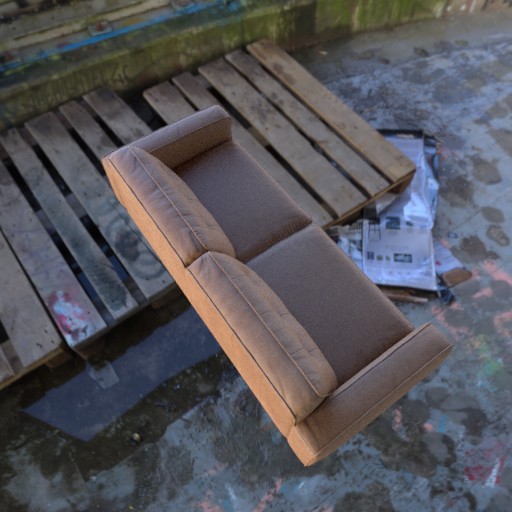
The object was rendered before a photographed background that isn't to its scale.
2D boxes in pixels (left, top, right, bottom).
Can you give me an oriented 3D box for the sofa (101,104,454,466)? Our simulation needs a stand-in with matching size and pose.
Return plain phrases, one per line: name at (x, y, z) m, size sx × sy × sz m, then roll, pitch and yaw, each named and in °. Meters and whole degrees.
sofa at (0.000, 0.000, 2.746) m, size 0.953 × 0.780 × 2.270 m, roll -31°, pitch 64°, yaw -17°
